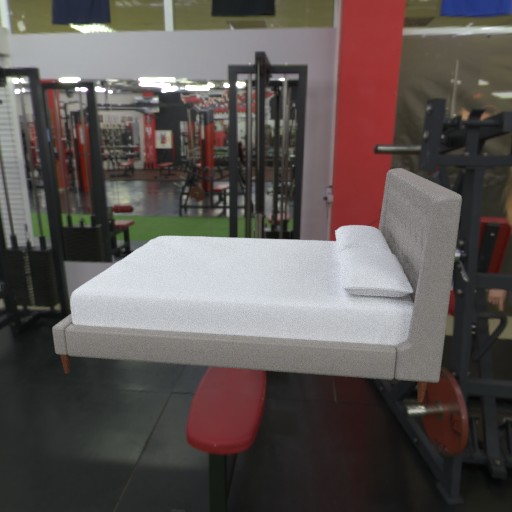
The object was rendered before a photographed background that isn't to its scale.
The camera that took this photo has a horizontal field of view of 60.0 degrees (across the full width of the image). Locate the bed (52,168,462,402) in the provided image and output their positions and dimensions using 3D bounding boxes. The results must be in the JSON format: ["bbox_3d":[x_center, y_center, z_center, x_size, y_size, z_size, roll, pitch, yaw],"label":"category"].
[{"bbox_3d":[0.000,0.000,3.194,2.232,1.147,1.656,2,16,8],"label":"bed"}]
